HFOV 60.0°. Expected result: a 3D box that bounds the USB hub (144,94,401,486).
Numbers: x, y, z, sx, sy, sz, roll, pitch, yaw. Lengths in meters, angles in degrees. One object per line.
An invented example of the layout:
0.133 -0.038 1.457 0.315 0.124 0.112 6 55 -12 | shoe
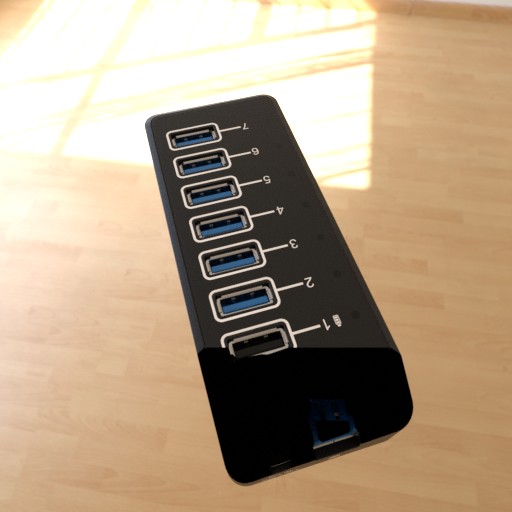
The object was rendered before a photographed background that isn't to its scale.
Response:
0.000 0.000 0.127 0.044 0.023 0.110 -14 59 -9 | USB hub
